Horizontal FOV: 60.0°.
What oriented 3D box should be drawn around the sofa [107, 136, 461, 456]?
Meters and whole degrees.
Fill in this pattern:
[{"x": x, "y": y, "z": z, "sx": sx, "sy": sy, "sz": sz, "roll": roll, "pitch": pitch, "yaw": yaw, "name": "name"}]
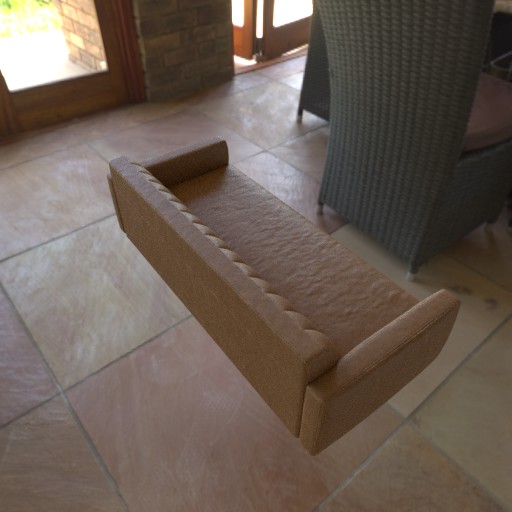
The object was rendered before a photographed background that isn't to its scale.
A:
[{"x": 0.000, "y": 0.000, "z": 2.824, "sx": 0.990, "sy": 0.821, "sz": 2.291, "roll": -26, "pitch": 48, "yaw": -27, "name": "sofa"}]
